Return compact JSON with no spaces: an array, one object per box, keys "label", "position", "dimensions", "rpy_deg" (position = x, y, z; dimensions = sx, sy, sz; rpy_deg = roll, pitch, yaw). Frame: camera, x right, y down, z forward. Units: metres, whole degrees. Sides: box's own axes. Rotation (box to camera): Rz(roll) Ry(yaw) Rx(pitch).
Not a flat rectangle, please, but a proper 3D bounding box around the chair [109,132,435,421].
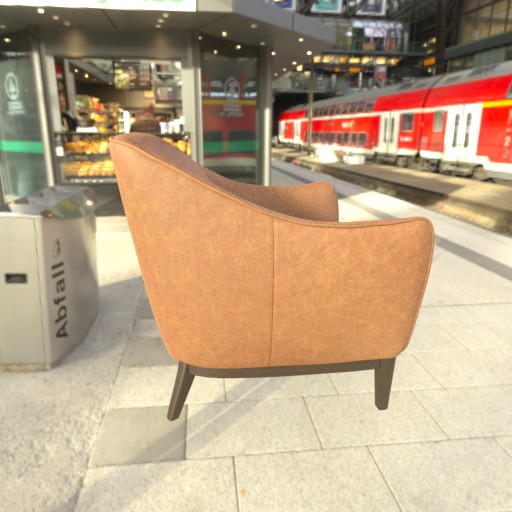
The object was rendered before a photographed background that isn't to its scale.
[{"label":"chair","position":[0.000,0.000,1.545],"dimensions":[0.852,0.830,0.871],"rpy_deg":[-2,16,-9]}]
